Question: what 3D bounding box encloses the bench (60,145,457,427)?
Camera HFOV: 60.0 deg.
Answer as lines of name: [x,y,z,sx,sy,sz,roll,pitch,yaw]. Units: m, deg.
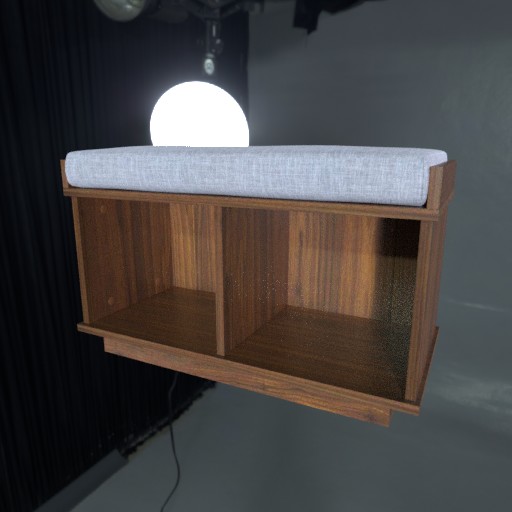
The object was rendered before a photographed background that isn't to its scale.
bench: [0.000,0.000,0.952,0.734,0.461,0.362,7,15,26]
